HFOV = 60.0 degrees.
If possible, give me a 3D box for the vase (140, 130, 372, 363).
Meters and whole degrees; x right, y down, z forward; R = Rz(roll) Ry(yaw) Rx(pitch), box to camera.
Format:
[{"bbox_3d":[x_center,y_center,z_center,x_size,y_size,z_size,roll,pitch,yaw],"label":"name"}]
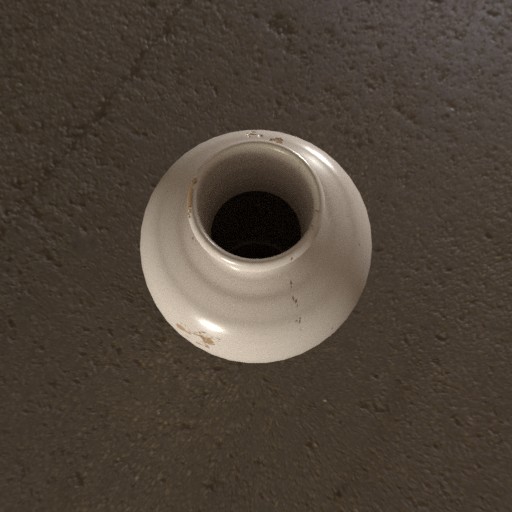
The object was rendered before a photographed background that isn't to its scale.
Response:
[{"bbox_3d":[0.000,0.000,0.336,0.158,0.228,0.158,0,76,0],"label":"vase"}]
